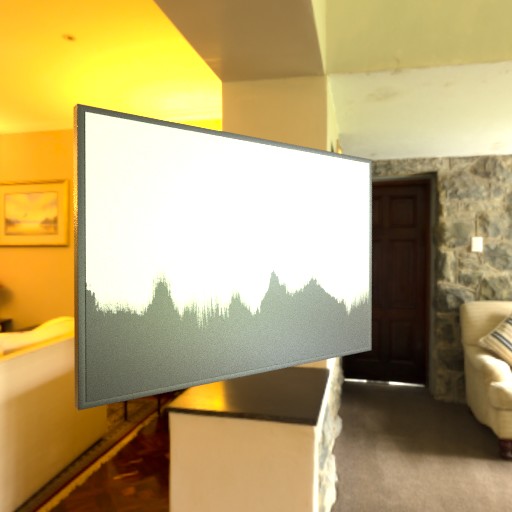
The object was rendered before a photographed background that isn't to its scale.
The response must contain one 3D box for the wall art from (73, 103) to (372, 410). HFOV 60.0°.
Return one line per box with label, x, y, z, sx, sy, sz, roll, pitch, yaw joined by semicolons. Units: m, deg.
wall art;0.000;0.000;0.847;0.659;0.446;0.022;0;1;-37
